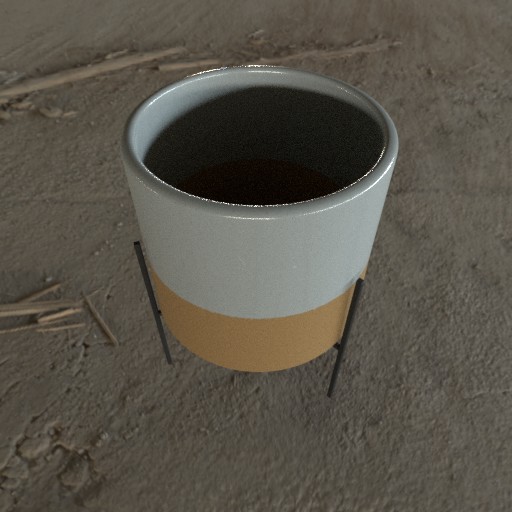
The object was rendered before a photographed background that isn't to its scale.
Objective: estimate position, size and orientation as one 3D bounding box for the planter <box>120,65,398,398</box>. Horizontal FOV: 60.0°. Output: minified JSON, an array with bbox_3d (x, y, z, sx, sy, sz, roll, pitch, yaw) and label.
[{"bbox_3d":[0.000,0.000,0.644,0.310,0.432,0.310,-2,47,-2],"label":"planter"}]
